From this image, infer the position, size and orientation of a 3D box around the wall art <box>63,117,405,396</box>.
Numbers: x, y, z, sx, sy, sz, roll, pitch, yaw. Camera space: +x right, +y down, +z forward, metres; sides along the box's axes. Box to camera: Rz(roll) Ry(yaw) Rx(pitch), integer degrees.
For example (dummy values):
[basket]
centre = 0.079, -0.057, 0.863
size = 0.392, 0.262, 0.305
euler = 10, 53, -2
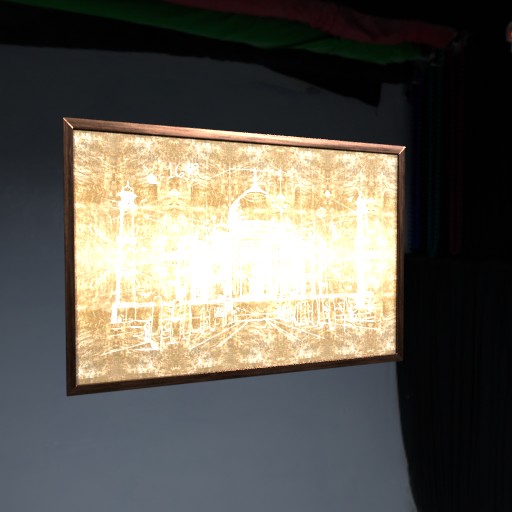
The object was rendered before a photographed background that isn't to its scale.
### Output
[wall art]
centre = 0.000, 0.000, 1.028
size = 0.816, 0.559, 0.014
euler = -1, 2, -19
